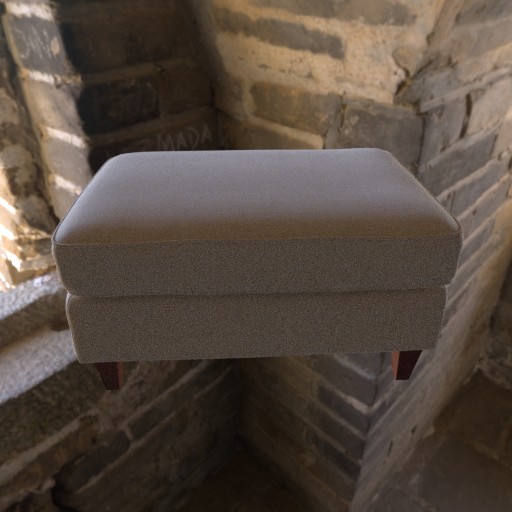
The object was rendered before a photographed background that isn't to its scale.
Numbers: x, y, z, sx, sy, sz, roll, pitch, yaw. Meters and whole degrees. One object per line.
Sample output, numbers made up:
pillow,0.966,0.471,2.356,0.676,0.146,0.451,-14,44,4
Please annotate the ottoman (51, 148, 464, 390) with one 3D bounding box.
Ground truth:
ottoman,0.000,0.000,1.221,0.862,0.484,0.583,-1,30,-2
